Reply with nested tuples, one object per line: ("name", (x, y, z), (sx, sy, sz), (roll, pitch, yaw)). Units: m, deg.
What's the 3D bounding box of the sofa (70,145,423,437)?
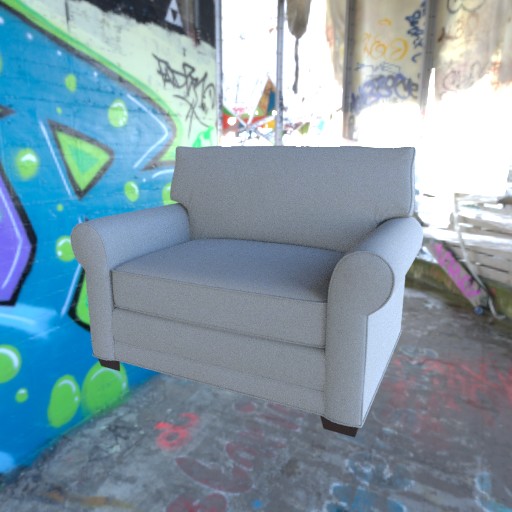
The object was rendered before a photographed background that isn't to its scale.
("sofa", (0.000, 0.000, 2.081), (1.405, 1.006, 0.937), (7, 15, 25))
